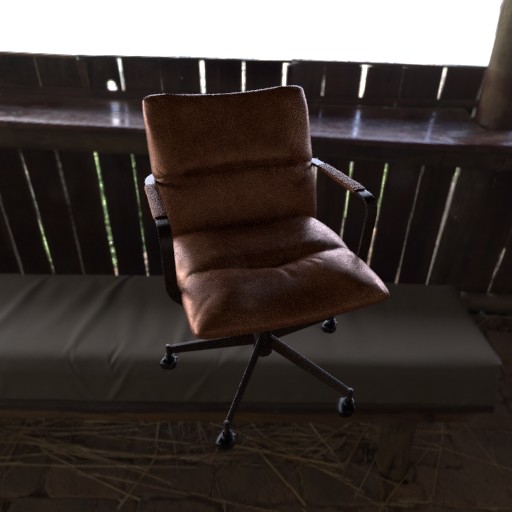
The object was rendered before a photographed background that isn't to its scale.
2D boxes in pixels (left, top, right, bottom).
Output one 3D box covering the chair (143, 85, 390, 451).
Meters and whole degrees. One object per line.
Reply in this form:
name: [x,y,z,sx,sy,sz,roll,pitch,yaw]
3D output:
chair: [0.000,0.000,1.474,0.727,0.922,0.754,-10,33,-15]
